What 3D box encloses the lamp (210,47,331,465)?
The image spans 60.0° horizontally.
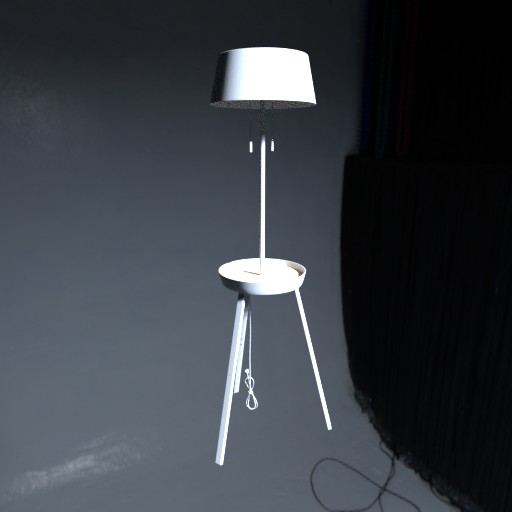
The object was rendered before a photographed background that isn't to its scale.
[{"bbox_3d":[0.000,0.000,1.714,0.508,1.429,0.468,-7,16,-25],"label":"lamp"}]
